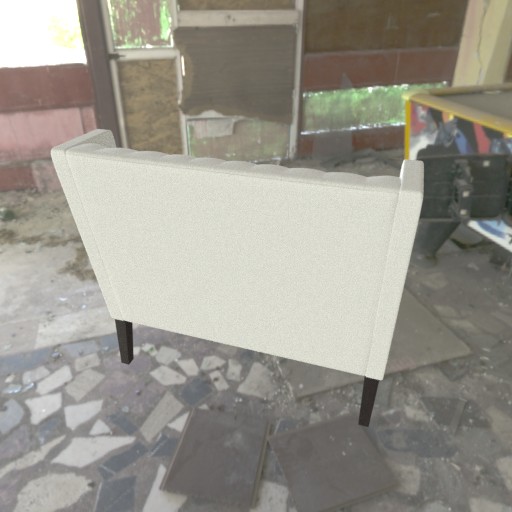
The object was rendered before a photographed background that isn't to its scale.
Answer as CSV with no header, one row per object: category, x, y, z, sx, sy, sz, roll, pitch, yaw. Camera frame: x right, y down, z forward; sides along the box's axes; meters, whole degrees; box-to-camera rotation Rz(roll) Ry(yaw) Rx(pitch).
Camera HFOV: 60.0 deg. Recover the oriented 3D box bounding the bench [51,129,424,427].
bench,0.000,0.000,2.015,1.280,1.123,0.847,10,32,16
